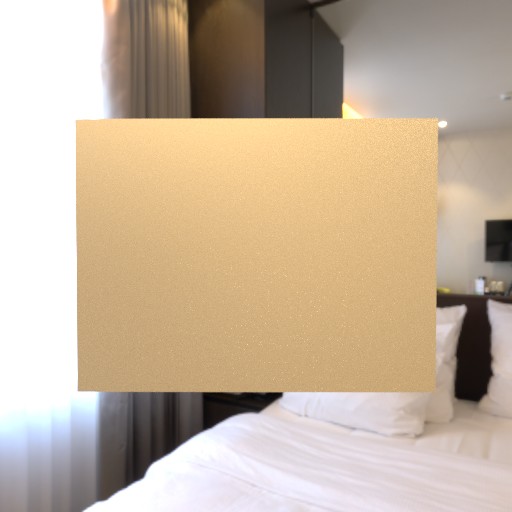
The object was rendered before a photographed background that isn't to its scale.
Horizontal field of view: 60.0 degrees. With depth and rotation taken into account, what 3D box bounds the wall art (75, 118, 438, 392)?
[{"bbox_3d":[0.000,0.000,1.331,1.056,0.801,0.066,0,1,0],"label":"wall art"}]
